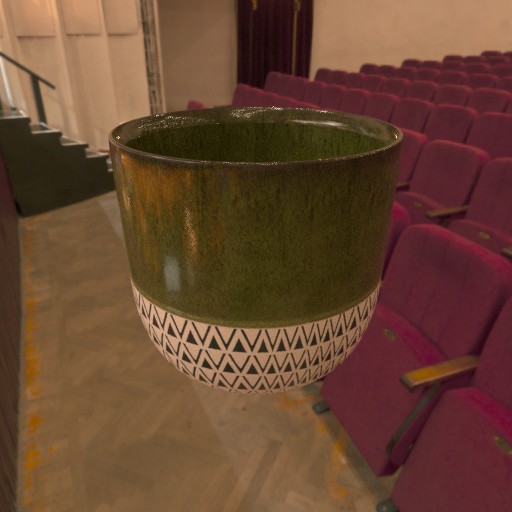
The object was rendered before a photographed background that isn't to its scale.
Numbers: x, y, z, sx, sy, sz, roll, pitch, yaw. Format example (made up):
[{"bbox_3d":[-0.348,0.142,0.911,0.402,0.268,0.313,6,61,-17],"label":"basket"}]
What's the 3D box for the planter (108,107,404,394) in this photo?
[{"bbox_3d":[0.000,0.000,0.475,0.266,0.270,0.266,0,26,0],"label":"planter"}]
